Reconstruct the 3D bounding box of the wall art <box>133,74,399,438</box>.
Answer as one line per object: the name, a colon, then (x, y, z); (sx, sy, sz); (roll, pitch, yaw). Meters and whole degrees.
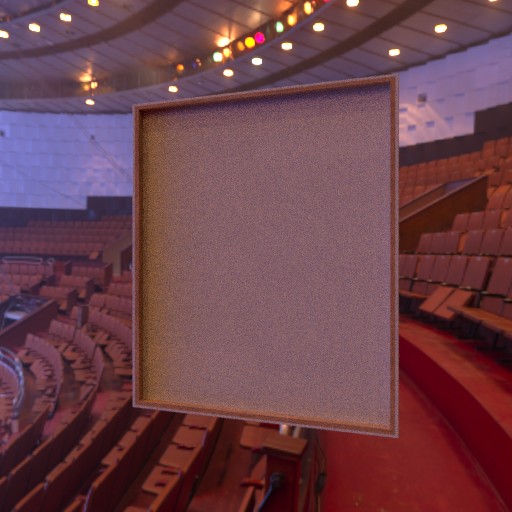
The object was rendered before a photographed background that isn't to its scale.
wall art: (0.000, 0.000, 0.828); (0.508, 0.606, 0.037); (0, 0, 17)
